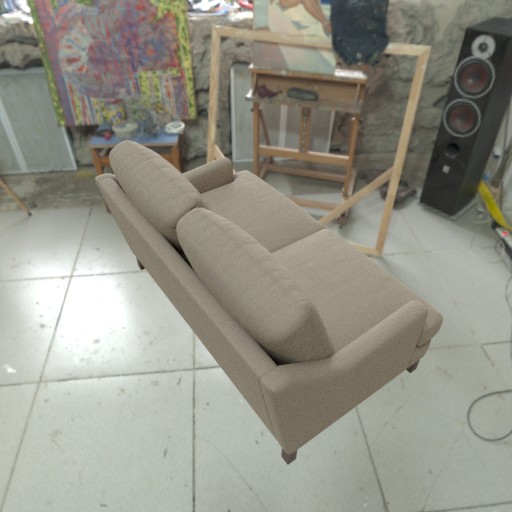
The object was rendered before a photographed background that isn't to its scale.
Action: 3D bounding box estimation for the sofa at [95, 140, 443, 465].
[{"bbox_3d":[0.000,0.000,2.261,1.004,0.910,1.619,-25,47,-26],"label":"sofa"}]
